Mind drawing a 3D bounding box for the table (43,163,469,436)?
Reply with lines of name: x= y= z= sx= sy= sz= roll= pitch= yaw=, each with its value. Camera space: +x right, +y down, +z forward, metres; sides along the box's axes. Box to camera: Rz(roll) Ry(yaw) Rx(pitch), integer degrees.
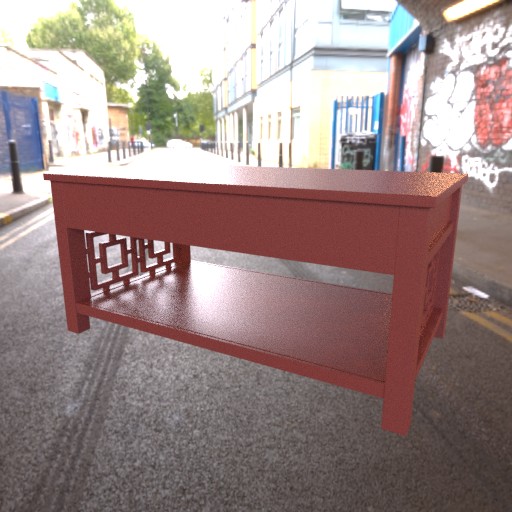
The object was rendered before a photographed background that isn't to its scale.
table: x=0.000 y=0.000 z=1.343 sx=1.068 sy=0.493 sz=0.612 roll=8 pitch=17 yaw=29
